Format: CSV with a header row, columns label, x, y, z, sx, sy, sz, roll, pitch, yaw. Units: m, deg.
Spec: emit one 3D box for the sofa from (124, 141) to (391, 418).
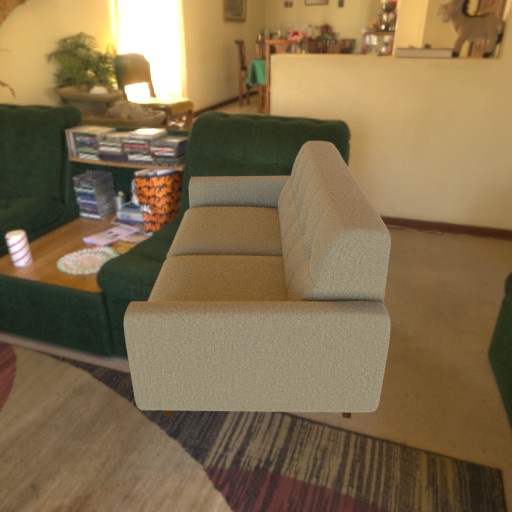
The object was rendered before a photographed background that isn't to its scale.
label,x,y,z,sx,sy,sz,roll,pitch,yaw
sofa,0.000,0.000,2.308,0.952,0.925,1.651,0,27,1
